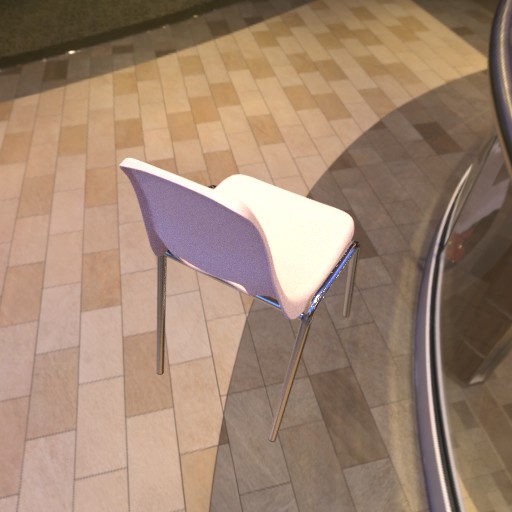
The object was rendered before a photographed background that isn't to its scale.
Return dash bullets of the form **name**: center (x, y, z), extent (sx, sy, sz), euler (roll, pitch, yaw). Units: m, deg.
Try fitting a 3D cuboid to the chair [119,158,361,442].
- **chair**: center (0.000, 0.000, 0.965), extent (0.381, 0.704, 0.436), euler (24, 52, 20)
